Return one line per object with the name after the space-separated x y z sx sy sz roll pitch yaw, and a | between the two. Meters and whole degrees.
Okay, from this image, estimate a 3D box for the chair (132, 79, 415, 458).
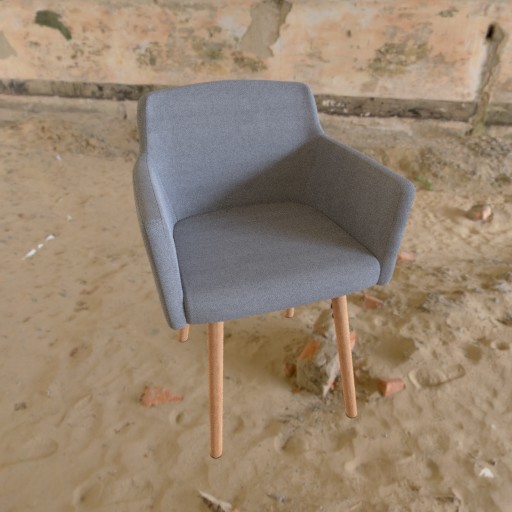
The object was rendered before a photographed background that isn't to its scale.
0.000 0.000 1.150 0.570 0.780 0.540 -10 33 -16 | chair
